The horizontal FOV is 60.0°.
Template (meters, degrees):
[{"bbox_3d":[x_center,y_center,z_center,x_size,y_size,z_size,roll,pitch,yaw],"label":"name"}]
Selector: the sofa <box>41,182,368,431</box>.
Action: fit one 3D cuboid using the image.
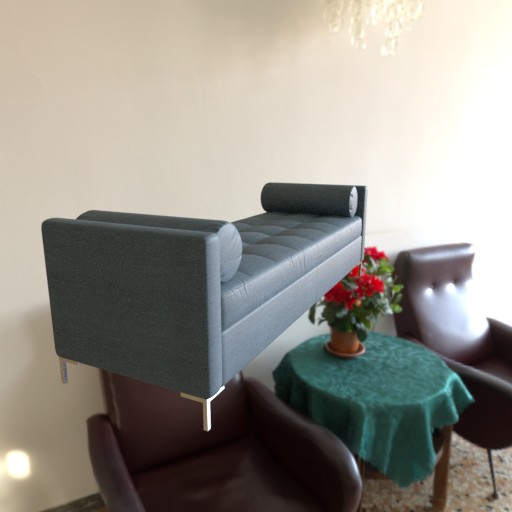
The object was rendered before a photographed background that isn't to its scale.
[{"bbox_3d":[0.000,0.000,2.308,0.686,0.635,1.981,7,15,26],"label":"sofa"}]
